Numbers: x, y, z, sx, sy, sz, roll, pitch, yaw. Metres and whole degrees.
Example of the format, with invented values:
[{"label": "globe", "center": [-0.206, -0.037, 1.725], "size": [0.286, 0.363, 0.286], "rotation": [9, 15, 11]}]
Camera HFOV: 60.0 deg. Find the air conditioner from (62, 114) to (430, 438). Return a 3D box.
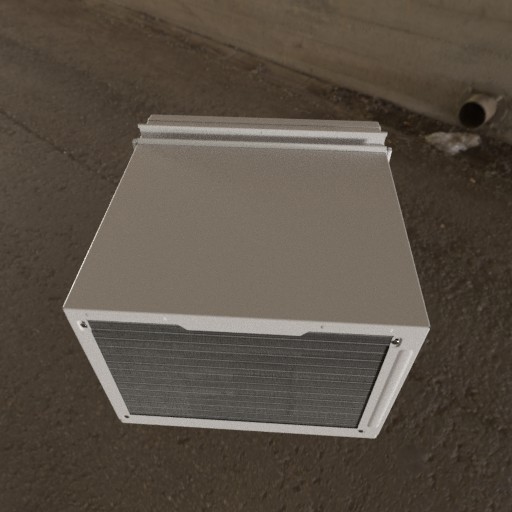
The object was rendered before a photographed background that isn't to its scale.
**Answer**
[{"label": "air conditioner", "center": [0.000, 0.000, 0.881], "size": [0.503, 0.388, 0.546], "rotation": [3, 46, 3]}]
